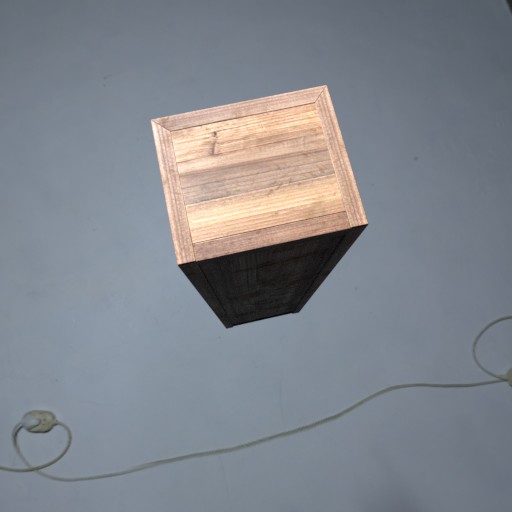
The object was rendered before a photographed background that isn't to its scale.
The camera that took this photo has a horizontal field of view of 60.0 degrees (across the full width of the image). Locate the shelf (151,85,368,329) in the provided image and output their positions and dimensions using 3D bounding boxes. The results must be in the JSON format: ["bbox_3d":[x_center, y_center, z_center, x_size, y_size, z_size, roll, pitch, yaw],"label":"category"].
[{"bbox_3d":[0.000,0.000,2.099,0.500,1.900,0.428,-12,76,-3],"label":"shelf"}]
